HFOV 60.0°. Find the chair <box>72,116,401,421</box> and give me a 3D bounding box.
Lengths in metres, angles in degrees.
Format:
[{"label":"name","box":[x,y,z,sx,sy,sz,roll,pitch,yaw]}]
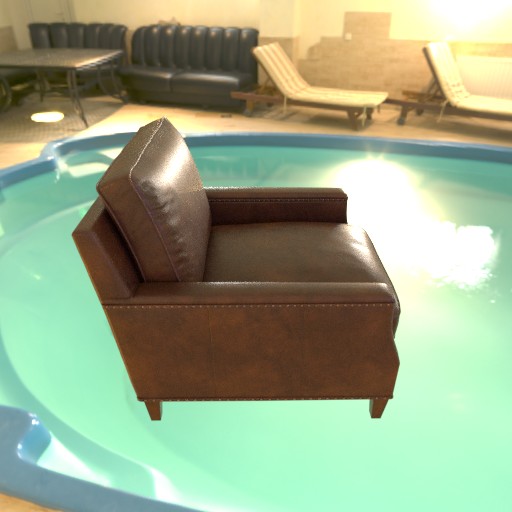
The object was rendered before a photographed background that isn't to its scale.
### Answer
[{"label":"chair","box":[0.000,0.000,1.734,1.014,0.929,0.853,0,32,-1]}]
